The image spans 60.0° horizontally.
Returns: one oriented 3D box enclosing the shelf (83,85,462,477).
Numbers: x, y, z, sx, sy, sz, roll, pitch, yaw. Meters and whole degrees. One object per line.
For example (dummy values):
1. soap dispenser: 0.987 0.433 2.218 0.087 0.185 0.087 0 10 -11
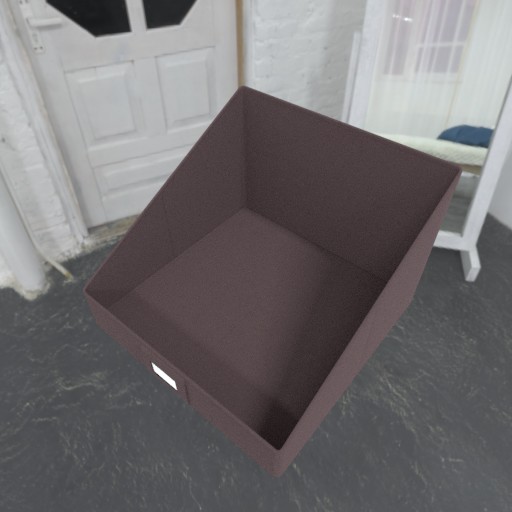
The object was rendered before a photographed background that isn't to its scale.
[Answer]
1. shelf: 0.000 0.000 0.497 0.292 0.210 0.292 31 53 27
